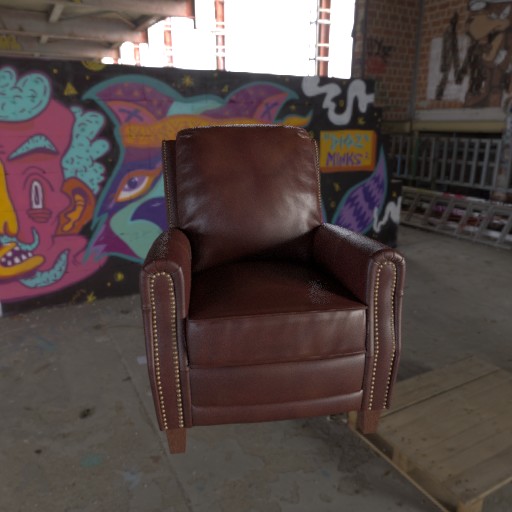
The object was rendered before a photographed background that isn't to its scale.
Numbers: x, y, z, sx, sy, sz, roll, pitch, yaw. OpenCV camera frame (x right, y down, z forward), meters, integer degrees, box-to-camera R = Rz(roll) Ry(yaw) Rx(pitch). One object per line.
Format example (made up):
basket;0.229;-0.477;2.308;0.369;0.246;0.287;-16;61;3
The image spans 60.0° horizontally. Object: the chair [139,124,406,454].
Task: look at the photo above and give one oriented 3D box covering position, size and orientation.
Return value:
chair;0.000;0.000;1.788;0.826;1.022;1.089;-2;16;-8
